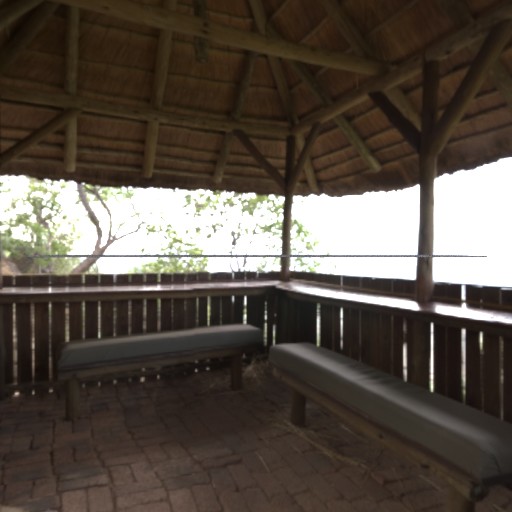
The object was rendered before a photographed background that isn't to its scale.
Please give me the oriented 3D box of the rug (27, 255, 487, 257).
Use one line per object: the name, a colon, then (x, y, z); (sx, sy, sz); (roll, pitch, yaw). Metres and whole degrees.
rug: (0.000, 0.000, 2.028); (1.827, 0.012, 0.553); (0, 0, 2)
